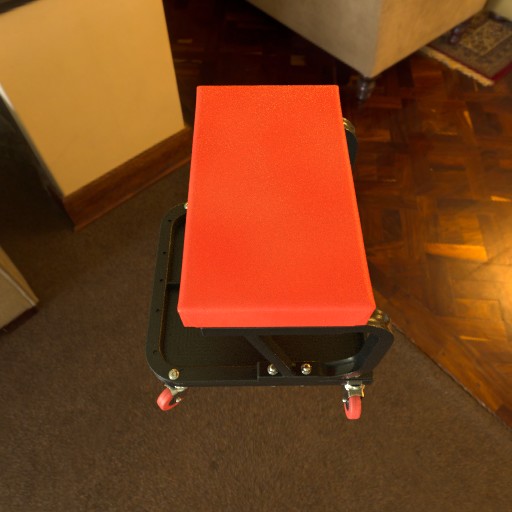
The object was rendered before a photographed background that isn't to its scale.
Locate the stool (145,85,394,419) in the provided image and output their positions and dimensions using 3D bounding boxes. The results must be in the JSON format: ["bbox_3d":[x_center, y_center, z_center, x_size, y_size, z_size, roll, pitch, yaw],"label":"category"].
[{"bbox_3d":[0.000,0.000,0.722,0.371,0.380,0.446,-1,58,0],"label":"stool"}]
